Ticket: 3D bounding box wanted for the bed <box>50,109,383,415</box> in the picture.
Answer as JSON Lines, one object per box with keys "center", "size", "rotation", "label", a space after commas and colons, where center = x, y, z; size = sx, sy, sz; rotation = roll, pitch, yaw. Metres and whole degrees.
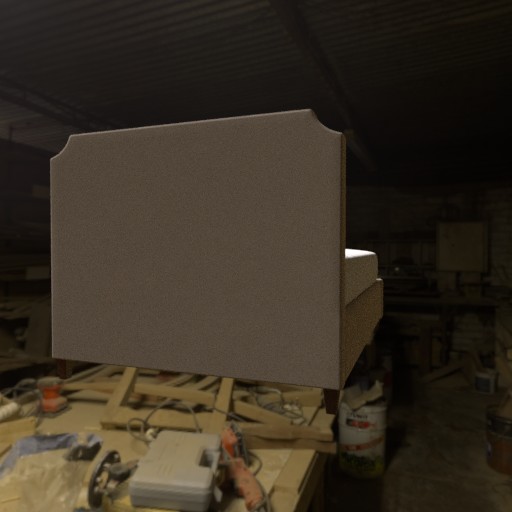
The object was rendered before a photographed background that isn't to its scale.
{"center": [0.000, 0.000, 3.376], "size": [1.703, 1.415, 2.329], "rotation": [0, 1, 20], "label": "bed"}
